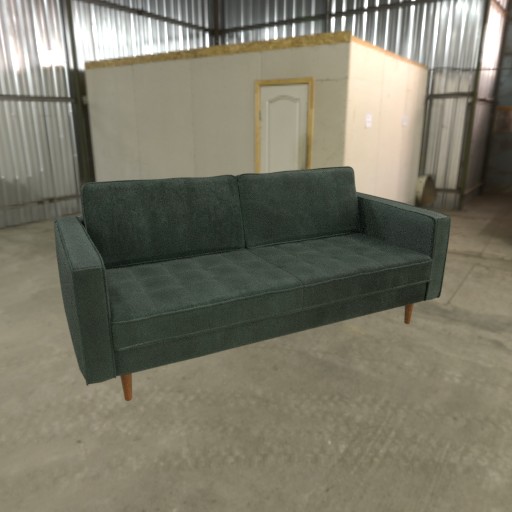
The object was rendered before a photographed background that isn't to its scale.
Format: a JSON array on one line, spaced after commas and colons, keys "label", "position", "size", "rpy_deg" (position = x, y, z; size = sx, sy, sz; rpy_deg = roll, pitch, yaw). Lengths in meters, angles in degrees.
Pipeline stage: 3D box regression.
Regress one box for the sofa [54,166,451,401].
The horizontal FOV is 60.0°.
[{"label": "sofa", "position": [0.000, 0.000, 2.246], "size": [1.816, 0.781, 0.886], "rpy_deg": [-9, 20, -26]}]
